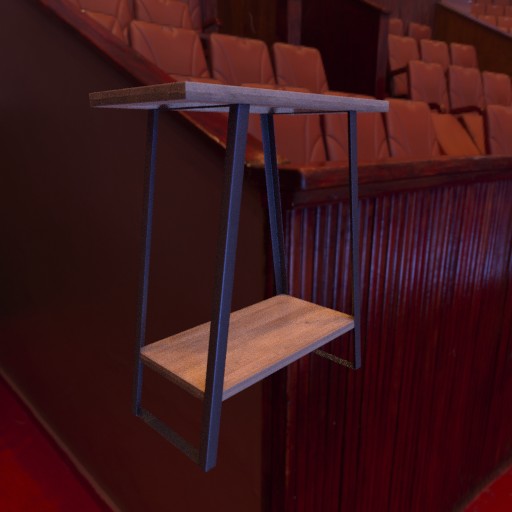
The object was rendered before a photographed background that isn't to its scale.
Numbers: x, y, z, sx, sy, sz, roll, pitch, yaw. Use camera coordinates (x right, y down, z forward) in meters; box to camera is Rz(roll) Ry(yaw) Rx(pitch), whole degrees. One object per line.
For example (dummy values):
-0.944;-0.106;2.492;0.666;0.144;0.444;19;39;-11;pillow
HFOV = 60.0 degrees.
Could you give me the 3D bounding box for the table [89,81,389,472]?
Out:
0.000;0.000;1.039;0.300;0.701;0.599;15;21;42;table
